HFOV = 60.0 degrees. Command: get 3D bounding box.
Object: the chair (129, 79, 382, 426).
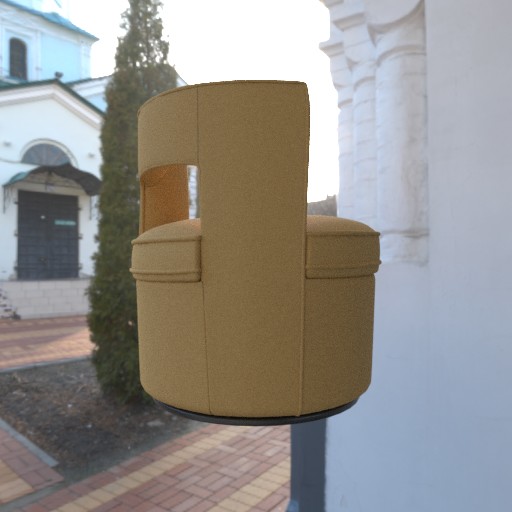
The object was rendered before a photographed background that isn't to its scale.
[{"bbox_3d":[0.000,0.000,1.206,0.665,0.723,0.650,0,-1,-36],"label":"chair"}]
